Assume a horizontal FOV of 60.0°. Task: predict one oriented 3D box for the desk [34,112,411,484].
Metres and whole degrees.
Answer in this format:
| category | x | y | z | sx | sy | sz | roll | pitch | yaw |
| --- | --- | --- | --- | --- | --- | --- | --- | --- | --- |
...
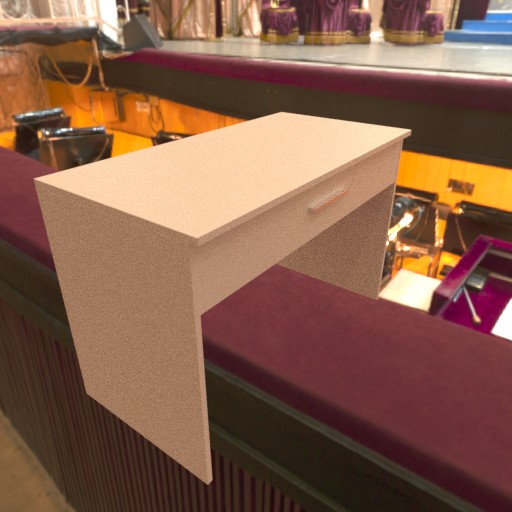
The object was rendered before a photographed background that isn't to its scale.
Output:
| category | x | y | z | sx | sy | sz | roll | pitch | yaw |
| --- | --- | --- | --- | --- | --- | --- | --- | --- | --- |
| desk | 0.000 | 0.000 | 1.515 | 0.560 | 0.730 | 1.100 | 20 | 34 | 32 |
